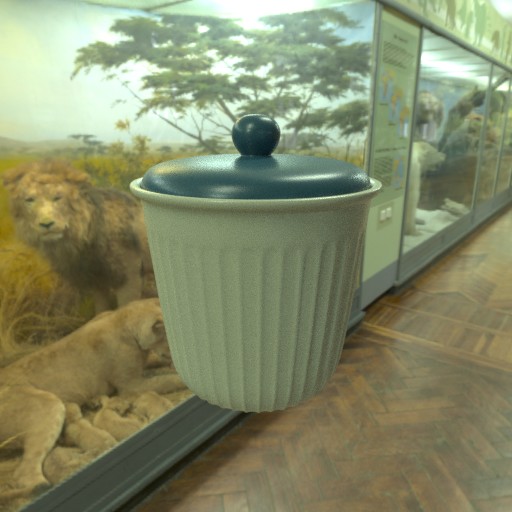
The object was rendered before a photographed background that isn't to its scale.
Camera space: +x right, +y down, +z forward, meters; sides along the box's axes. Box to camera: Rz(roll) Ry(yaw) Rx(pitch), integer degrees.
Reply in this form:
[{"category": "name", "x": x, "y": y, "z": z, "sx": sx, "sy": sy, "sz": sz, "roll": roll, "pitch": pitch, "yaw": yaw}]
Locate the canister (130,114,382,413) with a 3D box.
[{"category": "canister", "x": 0.000, "y": 0.000, "z": 0.346, "sx": 0.181, "sy": 0.211, "sz": 0.181, "roll": 0, "pitch": 17, "yaw": 0}]
